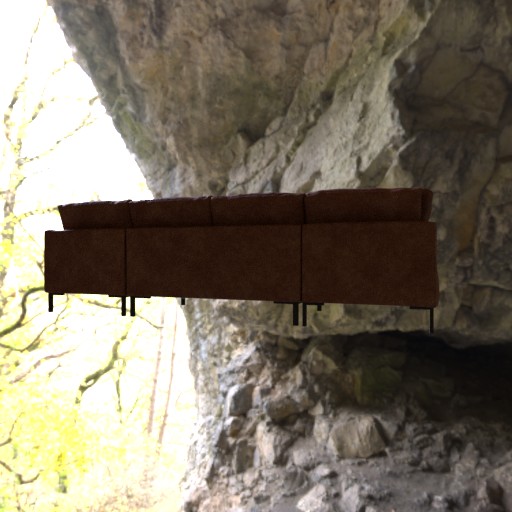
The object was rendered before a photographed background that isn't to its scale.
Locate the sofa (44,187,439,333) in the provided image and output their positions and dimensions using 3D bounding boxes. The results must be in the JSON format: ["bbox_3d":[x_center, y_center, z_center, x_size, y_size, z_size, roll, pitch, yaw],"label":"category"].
[{"bbox_3d":[0.000,0.000,3.973,2.956,0.900,1.939,0,0,19],"label":"sofa"}]
